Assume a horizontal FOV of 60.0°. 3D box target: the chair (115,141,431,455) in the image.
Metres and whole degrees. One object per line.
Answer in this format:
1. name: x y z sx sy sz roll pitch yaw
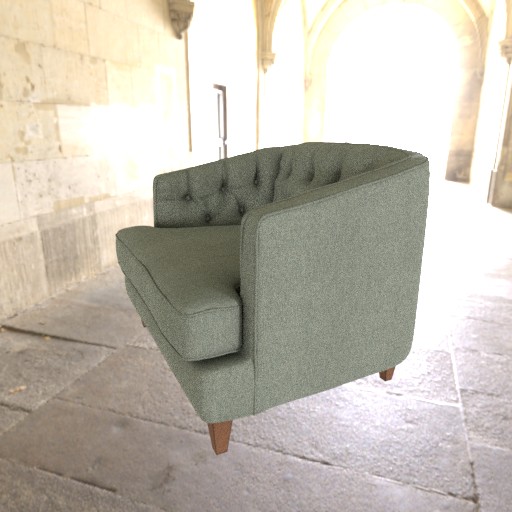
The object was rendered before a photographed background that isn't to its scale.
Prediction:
1. chair: 0.000 0.000 1.741 0.945 0.852 1.094 -8 18 -25
